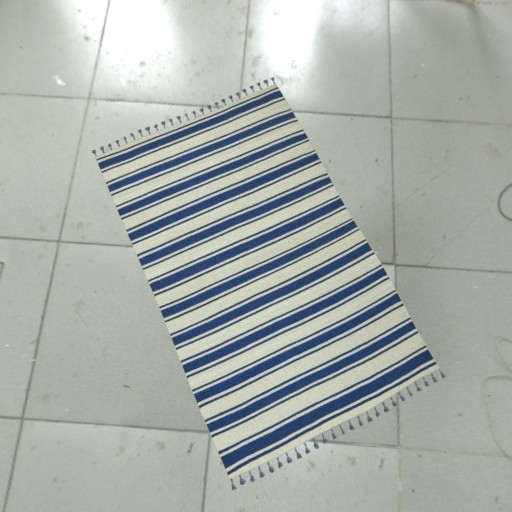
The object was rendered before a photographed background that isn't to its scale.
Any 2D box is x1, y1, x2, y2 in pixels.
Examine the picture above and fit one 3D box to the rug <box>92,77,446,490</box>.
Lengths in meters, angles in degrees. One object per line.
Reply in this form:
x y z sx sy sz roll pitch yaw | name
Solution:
0.000 0.000 2.526 1.248 0.009 2.108 -25 75 -7 | rug
